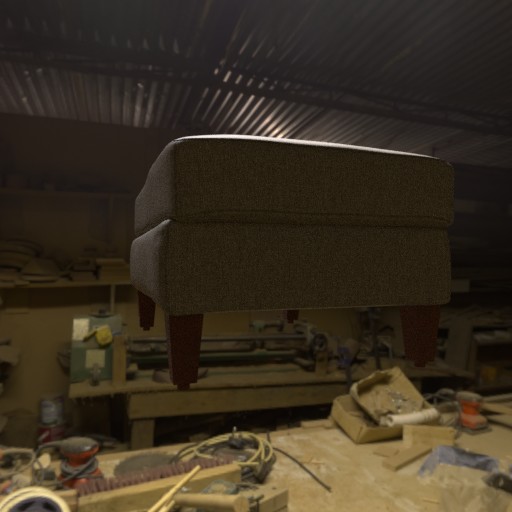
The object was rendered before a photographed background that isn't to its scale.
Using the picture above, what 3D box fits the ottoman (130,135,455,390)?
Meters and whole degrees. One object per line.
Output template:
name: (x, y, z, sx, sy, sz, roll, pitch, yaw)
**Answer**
ottoman: (0.000, 0.000, 1.236, 0.639, 0.494, 0.873, 0, -1, -19)
